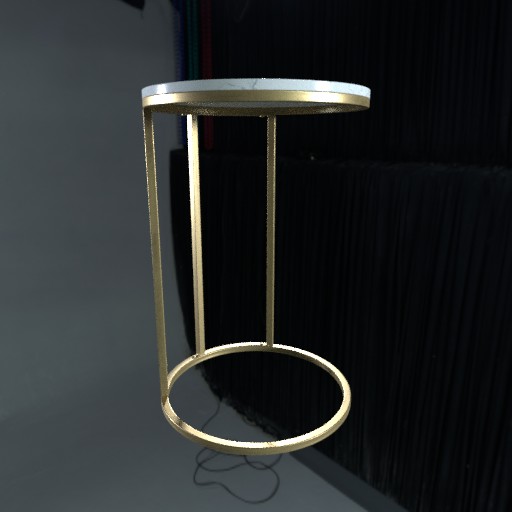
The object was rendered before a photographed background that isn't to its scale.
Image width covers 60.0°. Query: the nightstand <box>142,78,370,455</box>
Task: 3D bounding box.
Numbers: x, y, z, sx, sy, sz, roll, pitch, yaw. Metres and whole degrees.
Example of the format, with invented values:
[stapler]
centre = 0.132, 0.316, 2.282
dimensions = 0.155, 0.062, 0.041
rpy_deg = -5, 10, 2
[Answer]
[nightstand]
centre = 0.000, 0.000, 0.879
dimensions = 0.400, 0.610, 0.400
rpy_deg = -14, 21, -43
